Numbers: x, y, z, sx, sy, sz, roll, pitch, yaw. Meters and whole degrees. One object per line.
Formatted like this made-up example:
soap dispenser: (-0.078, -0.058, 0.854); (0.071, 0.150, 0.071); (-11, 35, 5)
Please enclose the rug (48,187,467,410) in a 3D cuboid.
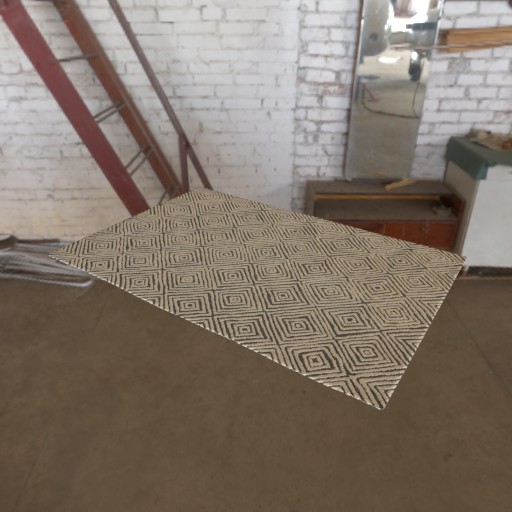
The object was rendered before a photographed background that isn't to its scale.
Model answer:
rug: (0.000, 0.000, 2.222); (1.750, 0.004, 1.177); (19, 34, 30)
